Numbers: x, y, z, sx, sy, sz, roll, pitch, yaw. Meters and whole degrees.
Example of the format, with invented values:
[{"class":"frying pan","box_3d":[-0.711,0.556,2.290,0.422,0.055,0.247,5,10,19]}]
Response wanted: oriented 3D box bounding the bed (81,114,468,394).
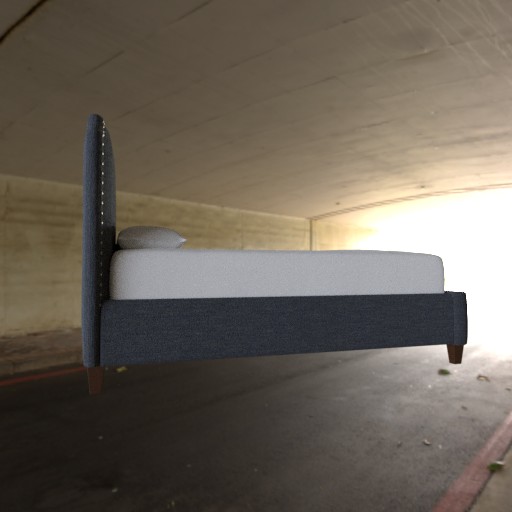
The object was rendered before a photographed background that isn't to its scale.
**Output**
[{"class":"bed","box_3d":[0.000,0.000,3.338,2.372,1.443,1.713,1,-2,-18]}]
